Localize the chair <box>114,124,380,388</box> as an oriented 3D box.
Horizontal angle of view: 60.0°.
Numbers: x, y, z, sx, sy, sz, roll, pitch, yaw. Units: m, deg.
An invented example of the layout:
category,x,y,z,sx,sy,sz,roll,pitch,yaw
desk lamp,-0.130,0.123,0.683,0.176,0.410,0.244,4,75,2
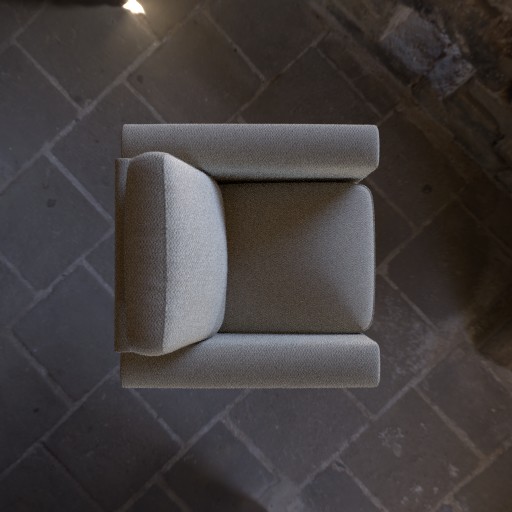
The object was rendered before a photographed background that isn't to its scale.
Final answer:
category,x,y,z,sx,sy,sz,roll,pitch,yaw
chair,0.000,0.000,1.795,1.016,0.873,1.005,0,89,0
